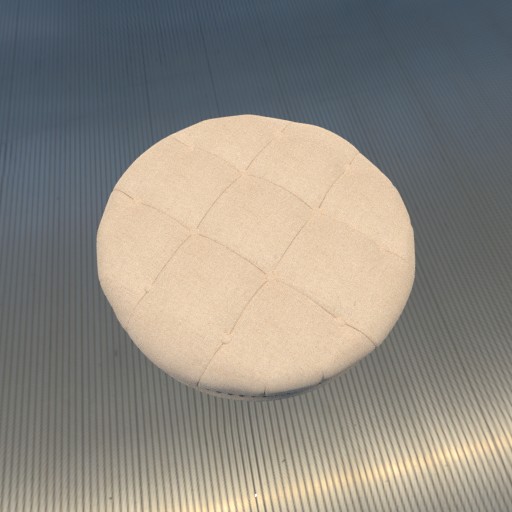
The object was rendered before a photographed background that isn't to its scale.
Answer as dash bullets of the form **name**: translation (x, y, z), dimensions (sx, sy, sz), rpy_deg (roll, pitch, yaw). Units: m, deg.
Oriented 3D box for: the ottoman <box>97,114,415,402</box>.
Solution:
- **ottoman**: translation (0.000, 0.000, 1.451), dimensions (0.940, 0.483, 0.940), rpy_deg (0, 62, 0)
